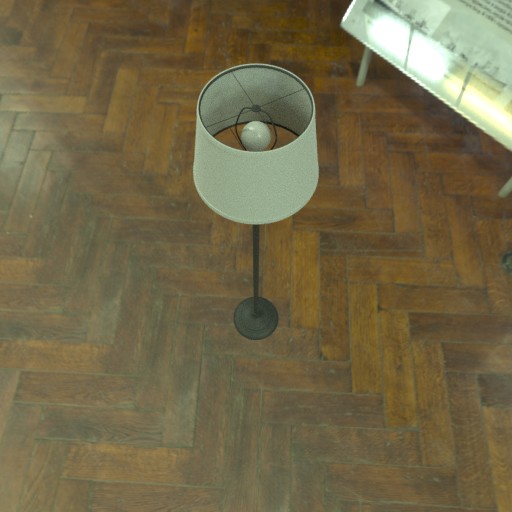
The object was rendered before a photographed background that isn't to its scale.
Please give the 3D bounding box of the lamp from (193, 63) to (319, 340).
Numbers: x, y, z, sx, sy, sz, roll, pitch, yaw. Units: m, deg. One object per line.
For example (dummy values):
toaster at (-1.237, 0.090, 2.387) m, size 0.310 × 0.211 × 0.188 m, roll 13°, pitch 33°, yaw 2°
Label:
lamp at (0.000, 0.000, 1.632) m, size 0.327 × 1.506 × 0.327 m, roll 16°, pitch 66°, yaw 7°
